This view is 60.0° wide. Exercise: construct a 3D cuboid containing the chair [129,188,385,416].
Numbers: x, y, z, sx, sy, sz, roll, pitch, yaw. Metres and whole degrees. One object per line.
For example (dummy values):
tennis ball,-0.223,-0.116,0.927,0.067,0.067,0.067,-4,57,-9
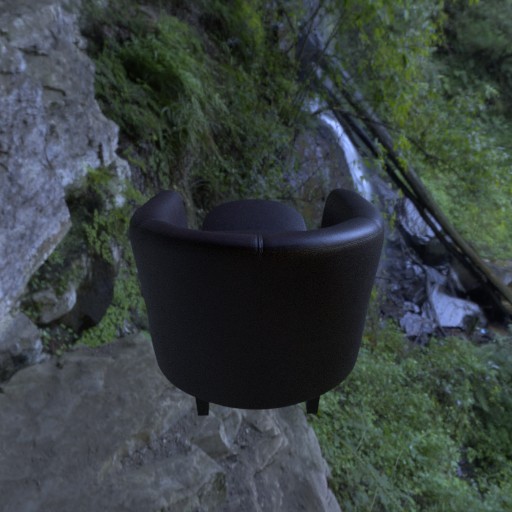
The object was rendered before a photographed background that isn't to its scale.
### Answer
chair,0.000,0.000,1.654,0.737,0.755,1.176,-1,31,-1
